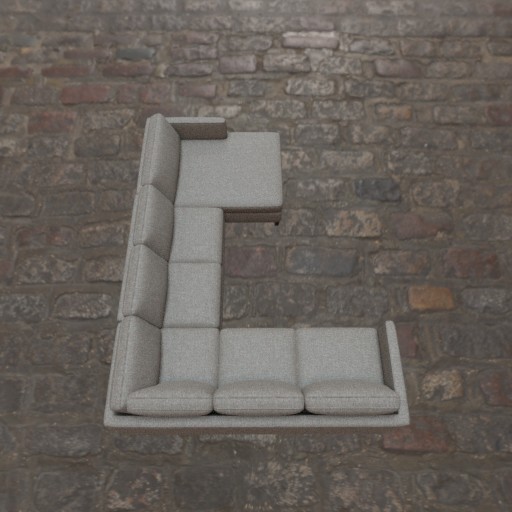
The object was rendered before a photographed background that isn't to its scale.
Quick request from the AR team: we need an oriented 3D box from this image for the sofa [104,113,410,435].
[{"bbox_3d":[0.000,0.000,4.590,2.551,0.889,3.403,0,63,0],"label":"sofa"}]
